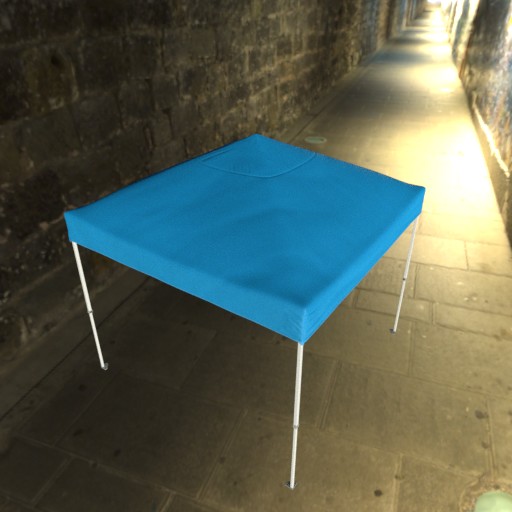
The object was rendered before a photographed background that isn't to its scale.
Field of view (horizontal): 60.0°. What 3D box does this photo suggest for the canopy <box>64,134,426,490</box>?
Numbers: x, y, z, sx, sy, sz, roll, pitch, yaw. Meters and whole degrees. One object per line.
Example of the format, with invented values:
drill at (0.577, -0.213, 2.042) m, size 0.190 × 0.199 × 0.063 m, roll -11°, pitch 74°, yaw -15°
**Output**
canopy at (0.000, 0.000, 5.447) m, size 2.996 × 2.997 × 2.998 m, roll 20°, pitch 36°, yaw 30°
